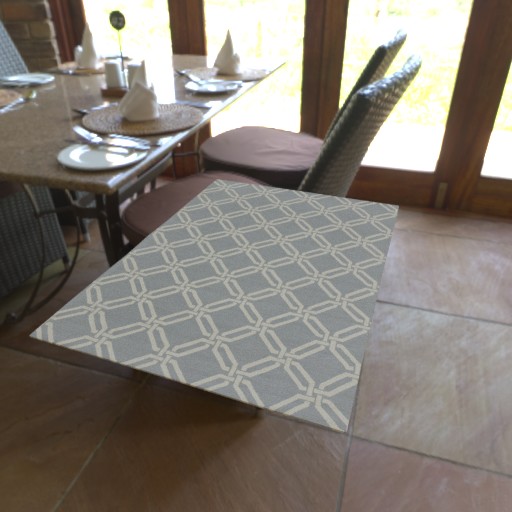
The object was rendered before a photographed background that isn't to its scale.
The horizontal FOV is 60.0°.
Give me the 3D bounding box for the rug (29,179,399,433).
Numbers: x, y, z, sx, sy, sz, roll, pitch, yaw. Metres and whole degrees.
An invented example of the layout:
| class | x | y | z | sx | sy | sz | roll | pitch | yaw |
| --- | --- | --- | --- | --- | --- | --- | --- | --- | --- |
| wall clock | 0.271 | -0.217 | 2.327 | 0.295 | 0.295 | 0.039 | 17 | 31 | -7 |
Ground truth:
| class | x | y | z | sx | sy | sz | roll | pitch | yaw |
| --- | --- | --- | --- | --- | --- | --- | --- | --- | --- |
| rug | 0.000 | 0.000 | 2.736 | 1.522 | 0.013 | 2.133 | 11 | 33 | 17 |
